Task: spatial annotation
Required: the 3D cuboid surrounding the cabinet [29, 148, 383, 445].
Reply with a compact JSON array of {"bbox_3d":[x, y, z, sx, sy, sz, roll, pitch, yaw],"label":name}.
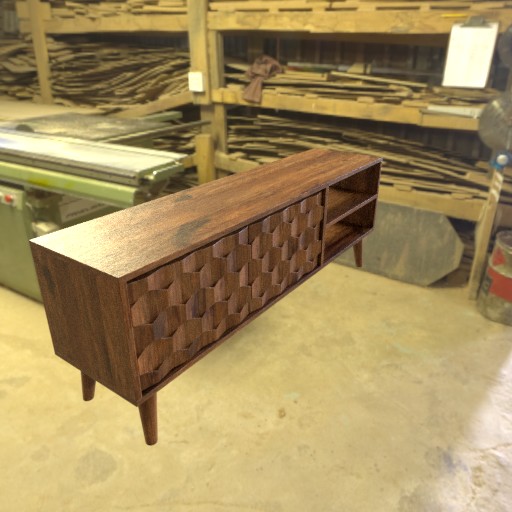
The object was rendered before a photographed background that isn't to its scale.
[{"bbox_3d":[0.000,0.000,1.655,0.349,0.528,1.448,17,30,32],"label":"cabinet"}]
